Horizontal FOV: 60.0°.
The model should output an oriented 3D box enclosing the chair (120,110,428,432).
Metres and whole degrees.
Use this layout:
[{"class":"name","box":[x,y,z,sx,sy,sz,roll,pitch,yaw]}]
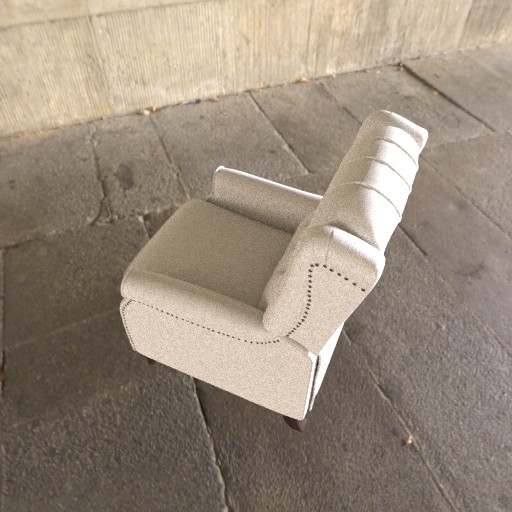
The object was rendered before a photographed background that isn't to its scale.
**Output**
[{"class":"chair","box":[0.000,0.000,1.623,0.902,1.035,0.742,18,49,16]}]
